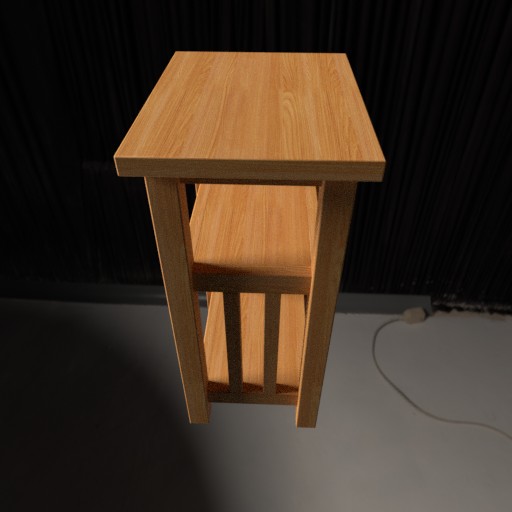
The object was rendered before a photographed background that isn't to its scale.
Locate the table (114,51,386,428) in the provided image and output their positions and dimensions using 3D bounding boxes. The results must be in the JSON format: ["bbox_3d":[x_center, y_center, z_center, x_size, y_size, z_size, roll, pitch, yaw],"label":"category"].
[{"bbox_3d":[0.000,0.000,0.748,0.270,0.550,0.350,2,41,2],"label":"table"}]
